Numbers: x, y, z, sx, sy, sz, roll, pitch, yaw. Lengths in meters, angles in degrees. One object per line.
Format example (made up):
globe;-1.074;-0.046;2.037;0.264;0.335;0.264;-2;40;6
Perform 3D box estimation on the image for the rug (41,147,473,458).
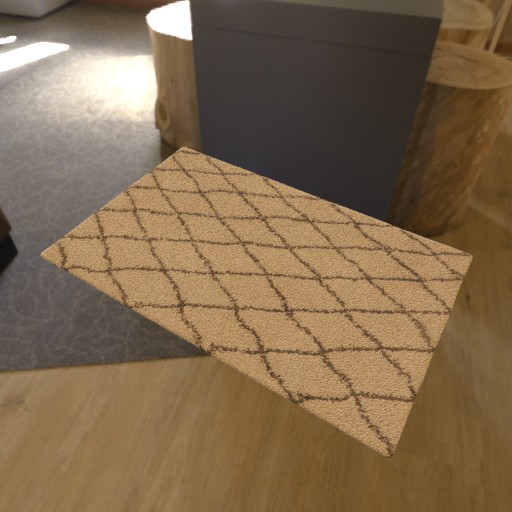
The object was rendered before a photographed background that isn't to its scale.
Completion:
rug;0.000;0.000;2.936;2.438;0.030;1.524;25;51;21
